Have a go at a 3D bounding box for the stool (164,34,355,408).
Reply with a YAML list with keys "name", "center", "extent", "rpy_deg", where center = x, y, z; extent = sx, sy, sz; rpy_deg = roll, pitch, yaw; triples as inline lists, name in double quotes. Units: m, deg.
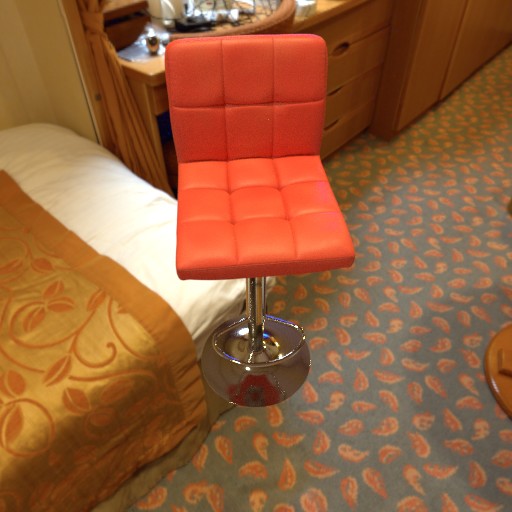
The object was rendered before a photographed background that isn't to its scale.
- name: "stool"
  center: [0.000, 0.000, 1.346]
  extent: [0.430, 1.115, 0.505]
  rpy_deg: [-4, 45, -4]
